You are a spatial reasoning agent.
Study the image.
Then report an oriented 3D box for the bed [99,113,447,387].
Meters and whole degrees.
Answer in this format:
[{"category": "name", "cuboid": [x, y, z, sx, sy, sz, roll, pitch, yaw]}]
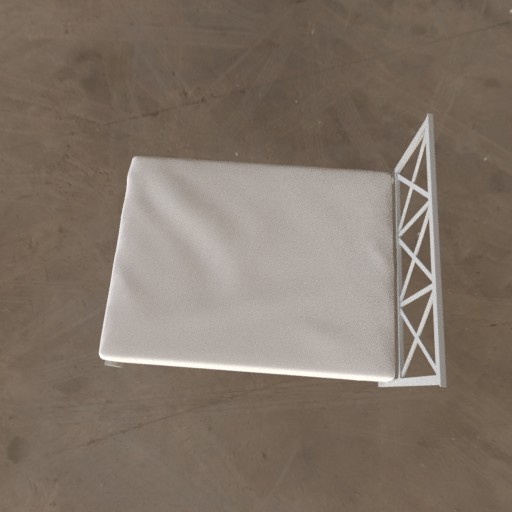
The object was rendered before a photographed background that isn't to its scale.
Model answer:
[{"category": "bed", "cuboid": [0.000, 0.000, 3.196, 2.135, 1.253, 1.673, 4, 73, 1]}]
